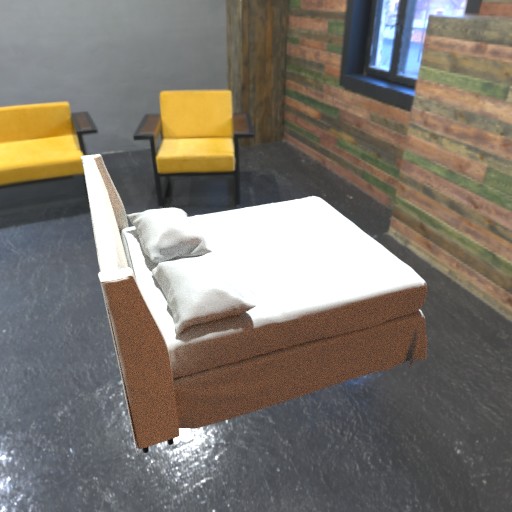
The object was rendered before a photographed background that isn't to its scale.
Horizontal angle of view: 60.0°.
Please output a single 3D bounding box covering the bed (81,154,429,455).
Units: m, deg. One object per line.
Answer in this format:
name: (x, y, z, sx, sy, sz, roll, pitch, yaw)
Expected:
bed: (0.000, 0.000, 3.446, 2.276, 1.332, 1.925, -11, 33, -18)
